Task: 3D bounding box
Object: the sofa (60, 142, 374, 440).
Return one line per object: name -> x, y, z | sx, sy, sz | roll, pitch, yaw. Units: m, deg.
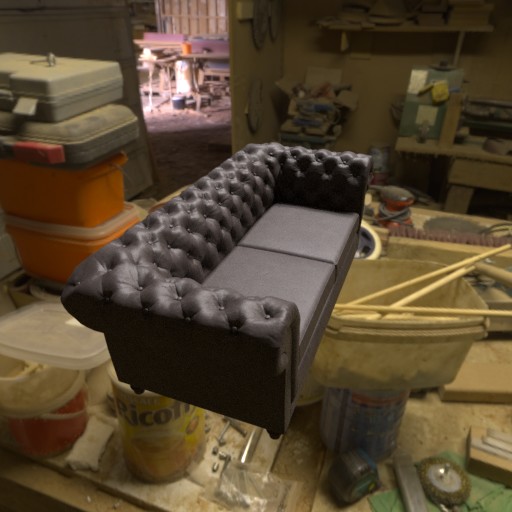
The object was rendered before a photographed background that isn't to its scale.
sofa -> 0.000, 0.000, 2.492 | 0.944, 0.779, 2.048 | 11, 32, 18
